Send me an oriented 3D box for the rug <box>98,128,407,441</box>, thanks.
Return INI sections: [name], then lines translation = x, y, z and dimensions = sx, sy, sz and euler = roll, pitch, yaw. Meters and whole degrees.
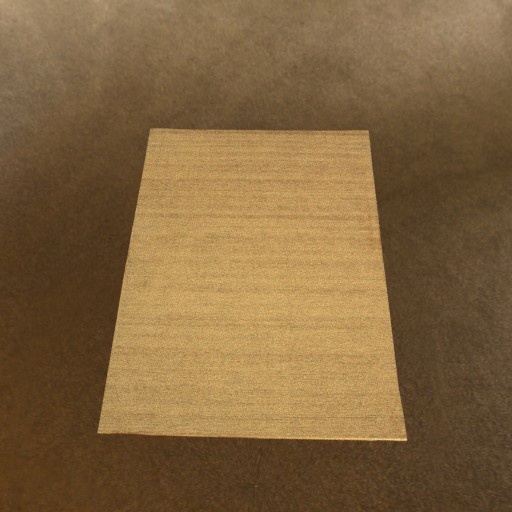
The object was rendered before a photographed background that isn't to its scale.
[rug]
translation = 0.000, 0.000, 4.199
dimensions = 2.434, 0.045, 3.202
euler = 1, 63, 1
